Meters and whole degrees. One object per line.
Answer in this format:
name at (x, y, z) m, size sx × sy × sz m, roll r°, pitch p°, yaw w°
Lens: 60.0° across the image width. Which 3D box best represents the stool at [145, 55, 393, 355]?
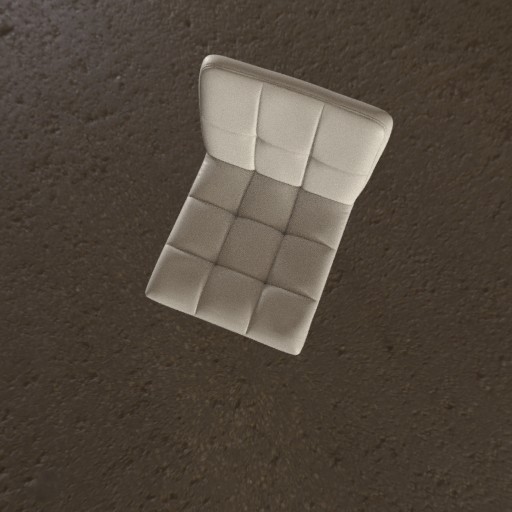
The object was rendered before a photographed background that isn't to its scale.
stool at (0.000, 0.000, 1.372) m, size 0.430 × 1.115 × 0.505 m, roll 21°, pitch 77°, yaw 5°
